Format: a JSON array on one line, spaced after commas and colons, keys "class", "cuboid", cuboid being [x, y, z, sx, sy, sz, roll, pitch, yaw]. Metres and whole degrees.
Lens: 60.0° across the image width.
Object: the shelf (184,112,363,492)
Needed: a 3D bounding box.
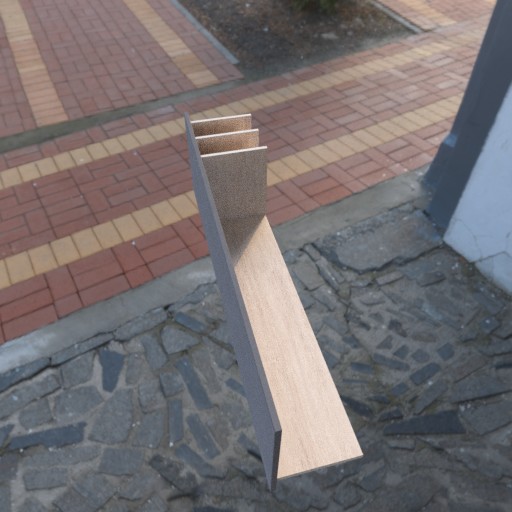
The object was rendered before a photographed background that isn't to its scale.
[{"class": "shelf", "cuboid": [0.000, 0.000, 1.149, 0.200, 0.300, 1.020, -10, 47, -10]}]
